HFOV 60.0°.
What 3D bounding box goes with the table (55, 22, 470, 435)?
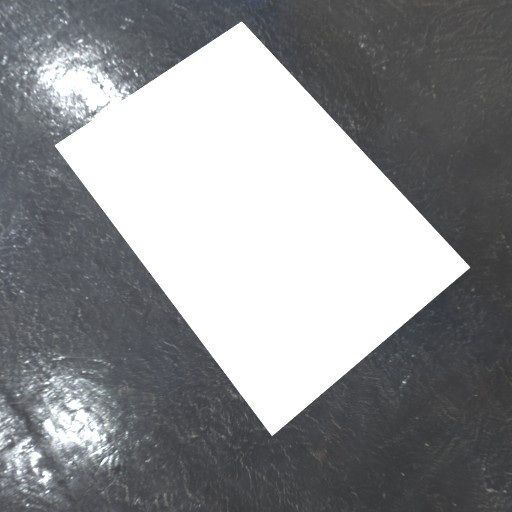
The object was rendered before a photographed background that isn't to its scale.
[{"bbox_3d":[0.000,0.000,1.074,0.406,0.711,0.589,-38,79,-9],"label":"table"}]
